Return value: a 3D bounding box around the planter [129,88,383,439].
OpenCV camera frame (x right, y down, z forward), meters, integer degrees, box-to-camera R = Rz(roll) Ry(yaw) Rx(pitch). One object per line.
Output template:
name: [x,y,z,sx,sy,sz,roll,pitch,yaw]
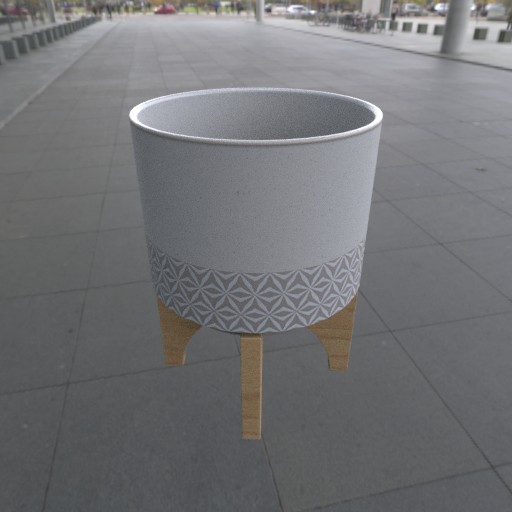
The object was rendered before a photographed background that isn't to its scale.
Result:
planter: [0.000,0.000,0.402,0.188,0.260,0.188,0,30,0]
